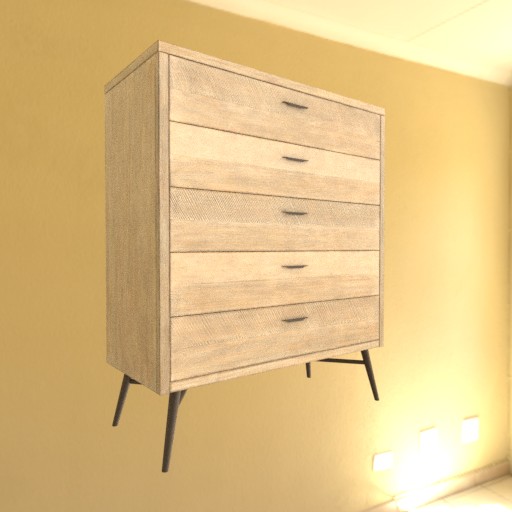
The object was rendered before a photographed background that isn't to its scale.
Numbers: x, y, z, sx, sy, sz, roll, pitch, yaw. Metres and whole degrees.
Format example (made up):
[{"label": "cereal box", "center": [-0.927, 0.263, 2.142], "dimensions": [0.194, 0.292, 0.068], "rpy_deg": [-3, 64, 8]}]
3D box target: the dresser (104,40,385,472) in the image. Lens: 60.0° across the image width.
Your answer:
[{"label": "dresser", "center": [0.000, 0.000, 1.722], "dimensions": [1.016, 1.219, 0.457], "rpy_deg": [-1, 2, -37]}]
